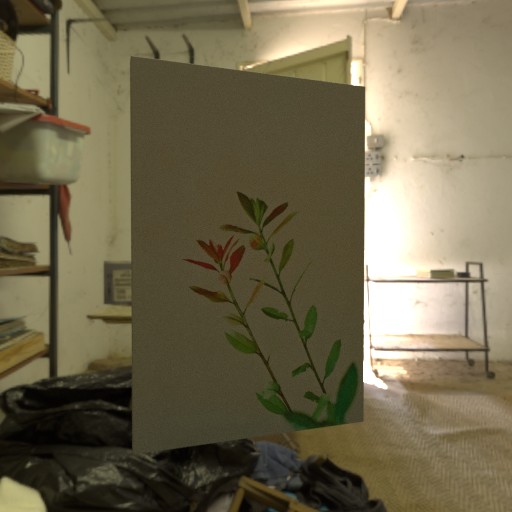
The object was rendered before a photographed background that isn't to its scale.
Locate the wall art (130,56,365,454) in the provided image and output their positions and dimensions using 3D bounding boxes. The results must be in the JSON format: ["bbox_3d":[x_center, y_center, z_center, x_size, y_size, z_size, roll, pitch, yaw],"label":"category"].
[{"bbox_3d":[0.000,0.000,1.131,0.612,0.915,0.039,0,1,-18],"label":"wall art"}]
